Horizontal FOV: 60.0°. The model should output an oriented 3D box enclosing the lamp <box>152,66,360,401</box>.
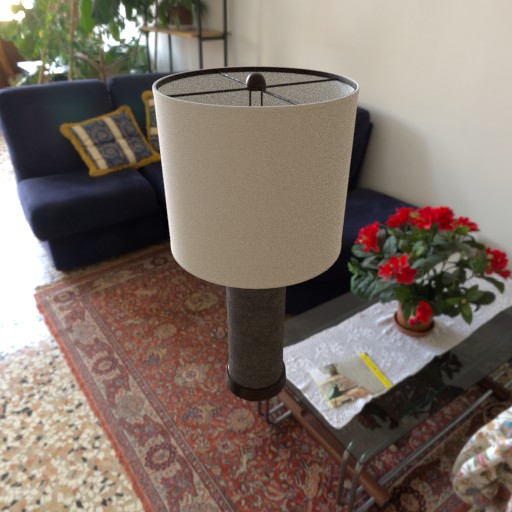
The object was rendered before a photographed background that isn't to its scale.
[{"bbox_3d":[0.000,0.000,0.813,0.301,0.630,0.301,10,33,16],"label":"lamp"}]
